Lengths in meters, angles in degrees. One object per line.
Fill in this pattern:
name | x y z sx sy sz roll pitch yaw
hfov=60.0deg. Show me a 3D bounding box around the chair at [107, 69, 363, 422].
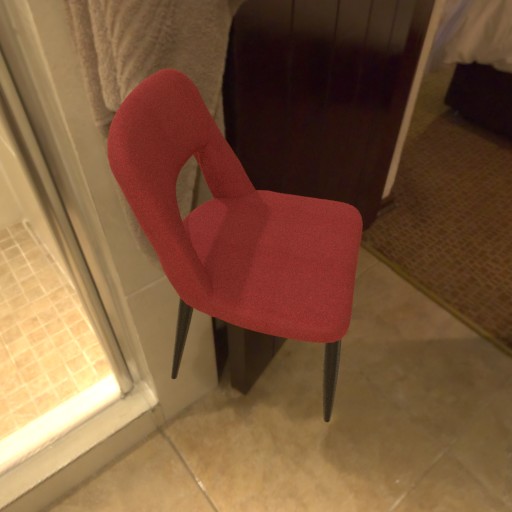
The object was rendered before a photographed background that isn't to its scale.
chair | 0.000 0.000 1.216 0.569 0.892 0.483 10 47 10
